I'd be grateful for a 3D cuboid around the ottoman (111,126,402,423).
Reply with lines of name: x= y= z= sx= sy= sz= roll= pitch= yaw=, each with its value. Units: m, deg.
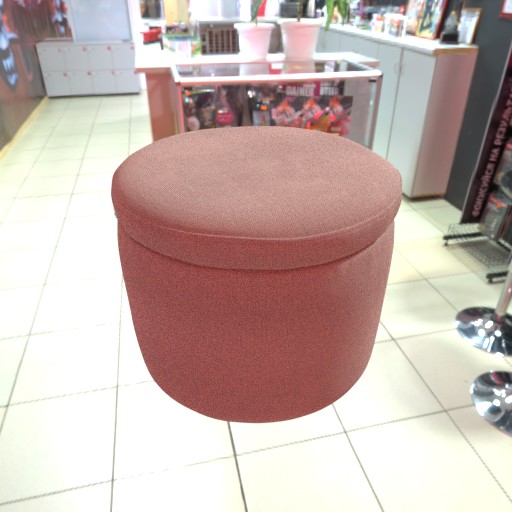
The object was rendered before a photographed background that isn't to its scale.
ottoman: x=0.000 y=0.000 z=0.859 sx=0.497 sy=0.409 sz=0.497 roll=0 pitch=32 yaw=0
